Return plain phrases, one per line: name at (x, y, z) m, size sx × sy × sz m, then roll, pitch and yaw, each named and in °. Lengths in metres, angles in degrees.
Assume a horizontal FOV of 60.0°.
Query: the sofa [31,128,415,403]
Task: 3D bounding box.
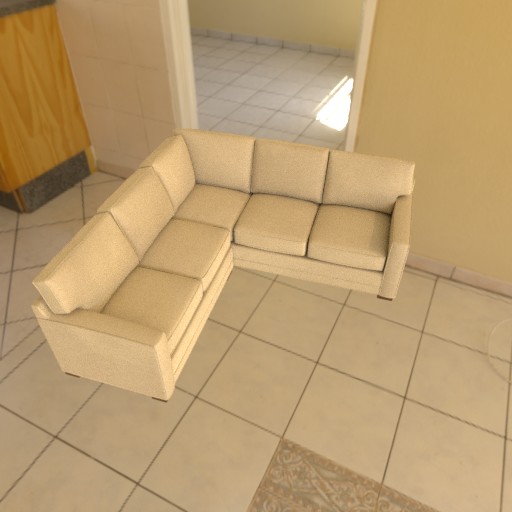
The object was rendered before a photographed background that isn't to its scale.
sofa at (0.000, 0.000, 3.350) m, size 2.189 × 0.939 × 2.182 m, roll 11°, pitch 42°, yaw 13°
